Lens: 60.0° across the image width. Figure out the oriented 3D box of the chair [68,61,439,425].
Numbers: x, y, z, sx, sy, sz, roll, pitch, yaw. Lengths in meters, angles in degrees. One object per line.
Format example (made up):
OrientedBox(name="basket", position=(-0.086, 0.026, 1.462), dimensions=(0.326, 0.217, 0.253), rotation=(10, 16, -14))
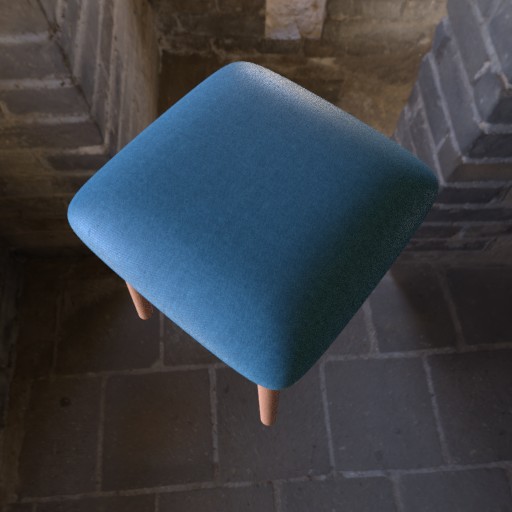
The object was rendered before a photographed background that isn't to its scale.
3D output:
OrientedBox(name="chair", position=(0.000, 0.000, 0.705), dimensions=(0.360, 0.450, 0.360), rotation=(36, 70, 16))
